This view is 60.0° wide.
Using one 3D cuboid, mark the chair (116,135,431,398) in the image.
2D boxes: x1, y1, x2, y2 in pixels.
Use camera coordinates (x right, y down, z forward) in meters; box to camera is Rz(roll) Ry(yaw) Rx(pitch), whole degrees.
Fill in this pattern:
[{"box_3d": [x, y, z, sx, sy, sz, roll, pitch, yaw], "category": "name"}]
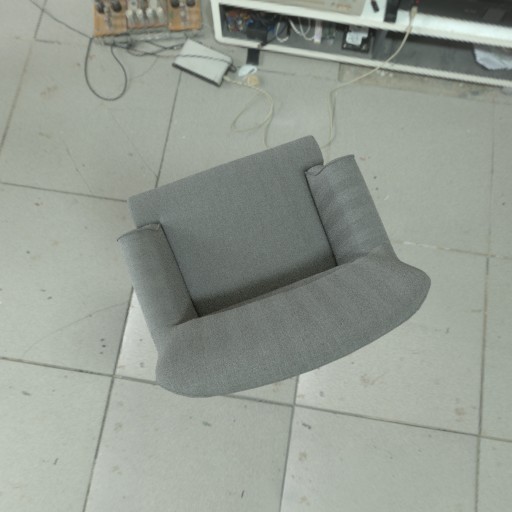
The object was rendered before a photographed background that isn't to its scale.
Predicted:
[{"box_3d": [0.000, 0.000, 1.476, 0.772, 0.880, 0.755, -20, 78, -4], "category": "chair"}]
